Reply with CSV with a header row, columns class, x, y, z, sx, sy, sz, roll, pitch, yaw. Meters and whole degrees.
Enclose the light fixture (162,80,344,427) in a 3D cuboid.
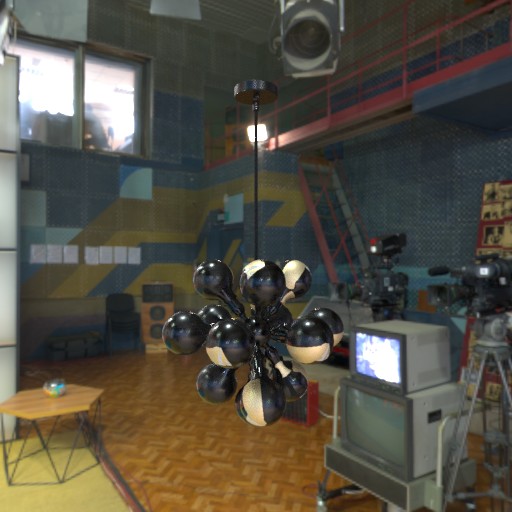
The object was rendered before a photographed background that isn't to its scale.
class,x,y,z,sx,sy,sz,roll,pitch,yaw
light fixture,0.000,0.000,1.132,0.420,0.859,0.468,0,-1,18
